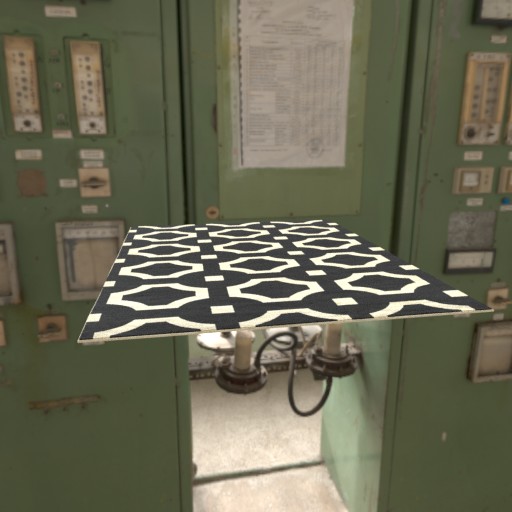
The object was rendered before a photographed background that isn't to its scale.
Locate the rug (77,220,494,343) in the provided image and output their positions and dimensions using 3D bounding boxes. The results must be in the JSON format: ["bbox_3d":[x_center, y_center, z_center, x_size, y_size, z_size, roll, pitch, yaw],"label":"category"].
[{"bbox_3d":[0.000,0.000,3.991,2.466,0.021,3.049,-3,15,-10],"label":"rug"}]
